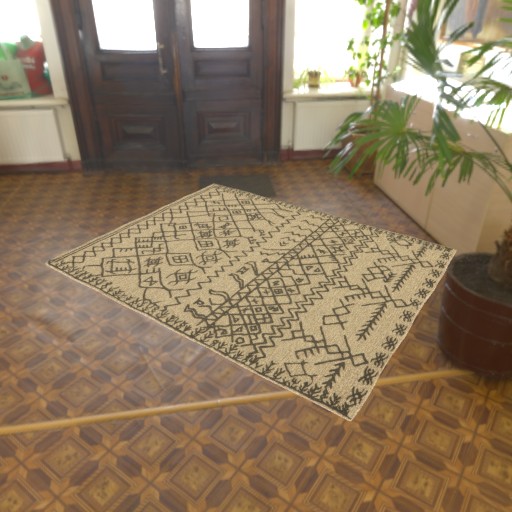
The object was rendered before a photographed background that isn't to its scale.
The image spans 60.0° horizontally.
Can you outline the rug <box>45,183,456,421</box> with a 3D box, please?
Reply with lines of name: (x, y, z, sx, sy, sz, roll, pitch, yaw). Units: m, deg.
rug: (0.000, 0.000, 3.340, 2.455, 0.025, 1.964, 20, 36, 30)
